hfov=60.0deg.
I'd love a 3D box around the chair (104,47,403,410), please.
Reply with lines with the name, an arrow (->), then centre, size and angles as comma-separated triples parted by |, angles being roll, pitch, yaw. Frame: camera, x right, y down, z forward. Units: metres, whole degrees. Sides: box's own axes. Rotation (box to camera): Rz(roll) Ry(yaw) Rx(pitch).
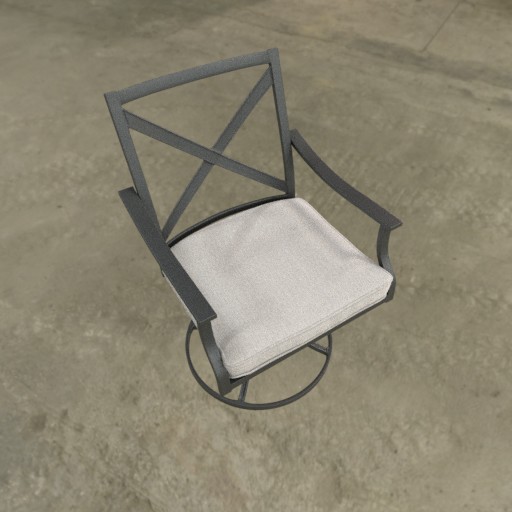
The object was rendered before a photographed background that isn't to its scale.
chair -> 0.000, 0.000, 1.294 | 0.575, 0.889, 0.620 | -25, 53, -21
